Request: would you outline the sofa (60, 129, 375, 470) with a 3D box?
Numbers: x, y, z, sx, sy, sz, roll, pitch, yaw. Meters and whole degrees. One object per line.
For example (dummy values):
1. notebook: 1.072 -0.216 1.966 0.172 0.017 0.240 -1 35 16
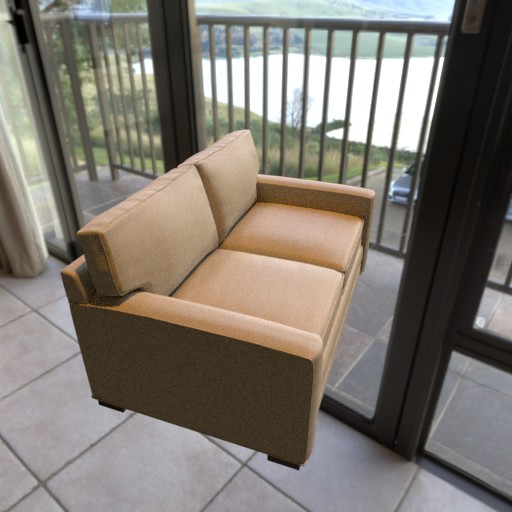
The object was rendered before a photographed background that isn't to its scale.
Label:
1. sofa: 0.000 0.000 2.135 0.942 0.853 1.484 10 32 17
